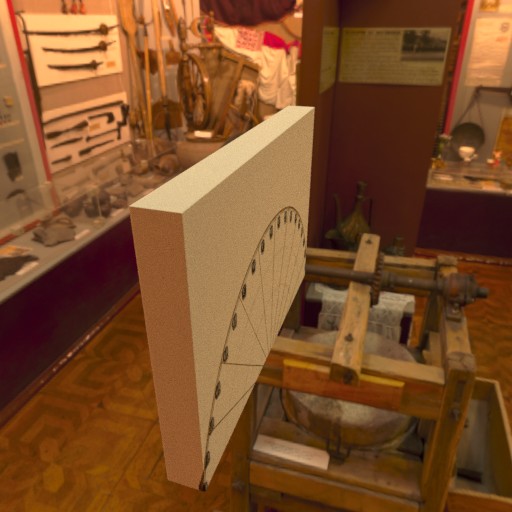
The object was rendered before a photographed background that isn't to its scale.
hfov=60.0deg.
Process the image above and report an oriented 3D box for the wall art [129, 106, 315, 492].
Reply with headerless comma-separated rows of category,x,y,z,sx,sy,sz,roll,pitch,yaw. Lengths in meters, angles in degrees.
wall art,0.000,0.000,0.482,0.039,0.254,0.384,9,29,16
